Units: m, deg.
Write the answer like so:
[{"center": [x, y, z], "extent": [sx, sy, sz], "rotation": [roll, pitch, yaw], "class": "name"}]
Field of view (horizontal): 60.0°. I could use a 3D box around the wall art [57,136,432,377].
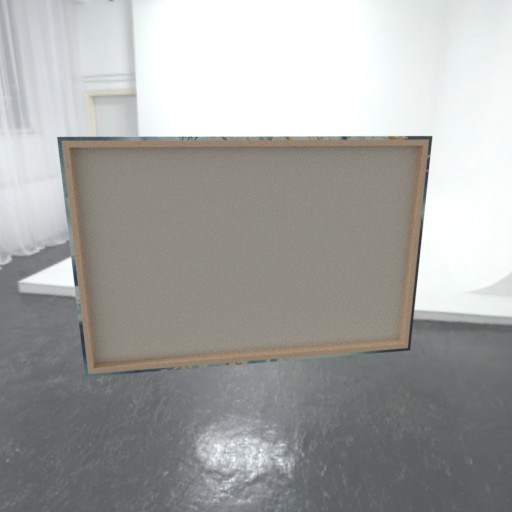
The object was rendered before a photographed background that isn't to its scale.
[{"center": [0.000, 0.000, 1.167], "extent": [0.912, 0.608, 0.038], "rotation": [-3, 16, -9], "class": "wall art"}]
